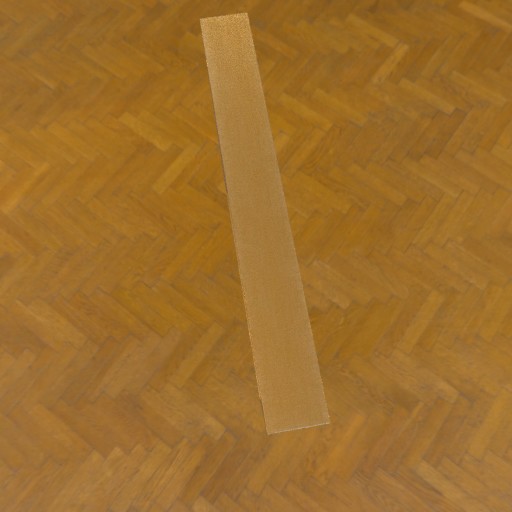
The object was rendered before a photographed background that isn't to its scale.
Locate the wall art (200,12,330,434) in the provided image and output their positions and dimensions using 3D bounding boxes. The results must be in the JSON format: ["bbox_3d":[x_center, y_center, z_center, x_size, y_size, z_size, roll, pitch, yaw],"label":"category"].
[{"bbox_3d":[0.000,0.000,0.449,0.038,0.305,0.306,-9,74,-3],"label":"wall art"}]
